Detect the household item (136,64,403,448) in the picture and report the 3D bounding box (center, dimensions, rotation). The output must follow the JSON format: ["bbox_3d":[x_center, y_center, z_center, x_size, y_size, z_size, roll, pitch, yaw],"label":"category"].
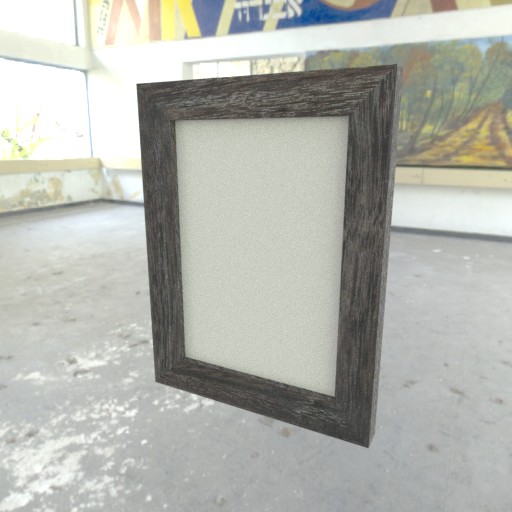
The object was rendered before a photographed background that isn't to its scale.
[{"bbox_3d":[0.000,0.000,0.279,0.160,0.210,0.020,8,16,27],"label":"household item"}]
